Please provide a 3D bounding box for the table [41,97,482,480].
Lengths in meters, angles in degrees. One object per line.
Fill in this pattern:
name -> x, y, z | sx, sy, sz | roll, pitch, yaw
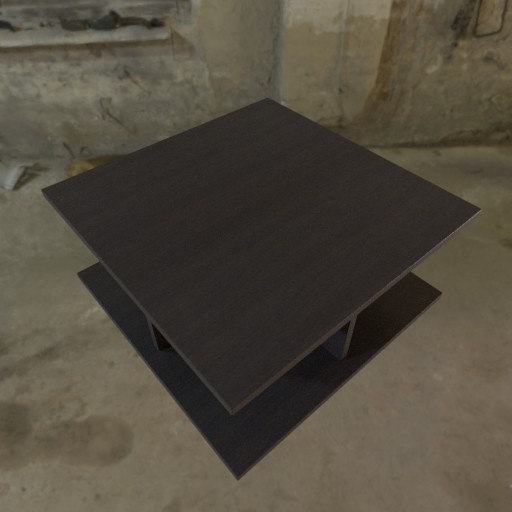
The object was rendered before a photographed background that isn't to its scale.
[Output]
table -> 0.000, 0.000, 1.219 | 0.762, 0.396, 0.762 | -32, 53, -27
